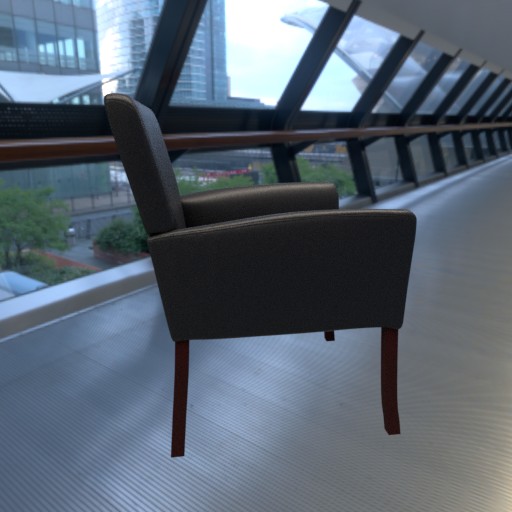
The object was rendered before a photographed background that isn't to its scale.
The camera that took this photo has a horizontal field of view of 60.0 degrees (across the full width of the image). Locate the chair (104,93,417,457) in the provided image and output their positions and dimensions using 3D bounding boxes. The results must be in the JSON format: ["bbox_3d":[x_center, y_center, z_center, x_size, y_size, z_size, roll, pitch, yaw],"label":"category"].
[{"bbox_3d":[0.000,0.000,1.444,0.772,0.951,0.683,-2,16,-8],"label":"chair"}]
